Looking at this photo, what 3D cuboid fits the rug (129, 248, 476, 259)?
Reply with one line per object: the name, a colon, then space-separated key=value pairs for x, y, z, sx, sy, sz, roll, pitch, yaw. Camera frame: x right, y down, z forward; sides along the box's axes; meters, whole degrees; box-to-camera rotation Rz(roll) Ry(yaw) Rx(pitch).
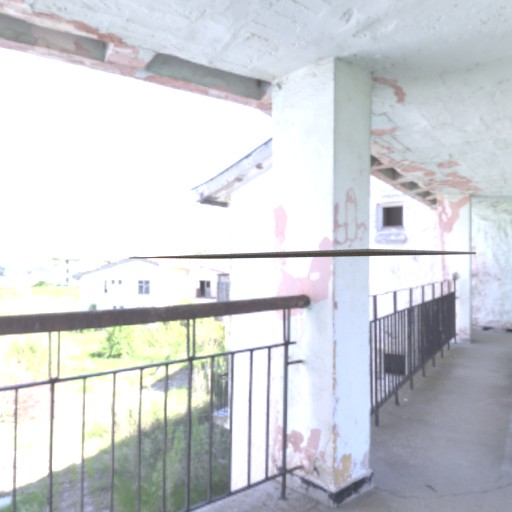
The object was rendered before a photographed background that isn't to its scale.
rug: x=0.000 y=0.000 z=2.819 sx=0.769 sy=0.012 sz=2.448 roll=1 pitch=-1 yaw=-36
